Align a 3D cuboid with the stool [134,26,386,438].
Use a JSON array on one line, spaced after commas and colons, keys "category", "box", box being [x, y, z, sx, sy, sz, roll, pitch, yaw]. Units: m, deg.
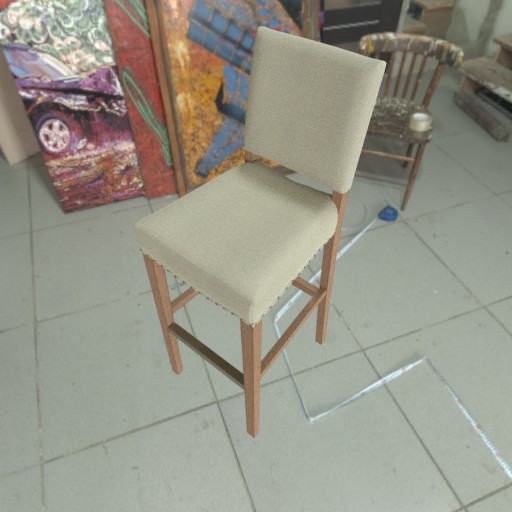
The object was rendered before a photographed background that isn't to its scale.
[{"category": "stool", "box": [0.000, 0.000, 1.383, 0.428, 1.143, 0.546, 30, 53, 26]}]
